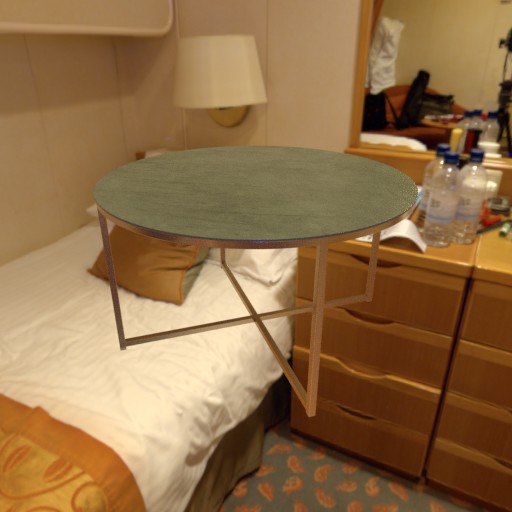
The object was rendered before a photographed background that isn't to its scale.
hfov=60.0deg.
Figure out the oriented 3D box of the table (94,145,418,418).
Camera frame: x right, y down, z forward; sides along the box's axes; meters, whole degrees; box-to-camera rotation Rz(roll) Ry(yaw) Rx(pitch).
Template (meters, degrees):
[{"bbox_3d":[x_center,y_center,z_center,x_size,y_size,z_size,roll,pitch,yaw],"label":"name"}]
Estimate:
[{"bbox_3d":[0.000,0.000,1.248,0.800,0.450,0.800,0,26,0],"label":"table"}]
